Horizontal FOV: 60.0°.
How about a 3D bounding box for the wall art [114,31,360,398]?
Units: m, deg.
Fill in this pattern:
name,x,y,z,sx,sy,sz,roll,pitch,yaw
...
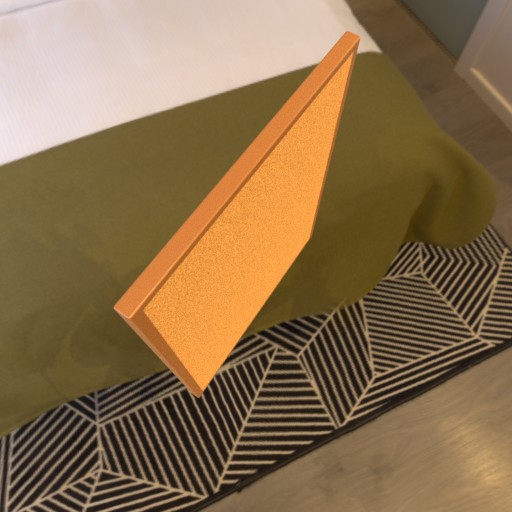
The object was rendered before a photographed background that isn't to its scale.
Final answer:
name,x,y,z,sx,sy,sz,roll,pitch,yaw
wall art,0.000,0.000,0.508,0.015,0.379,0.310,31,69,14
